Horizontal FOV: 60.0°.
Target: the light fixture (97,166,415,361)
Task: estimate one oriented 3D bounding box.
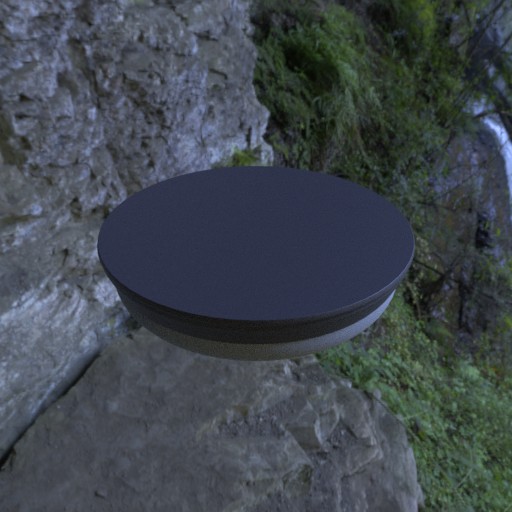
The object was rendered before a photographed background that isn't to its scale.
[{"bbox_3d":[0.000,0.000,0.561,0.368,0.100,0.368,0,32,0],"label":"light fixture"}]
